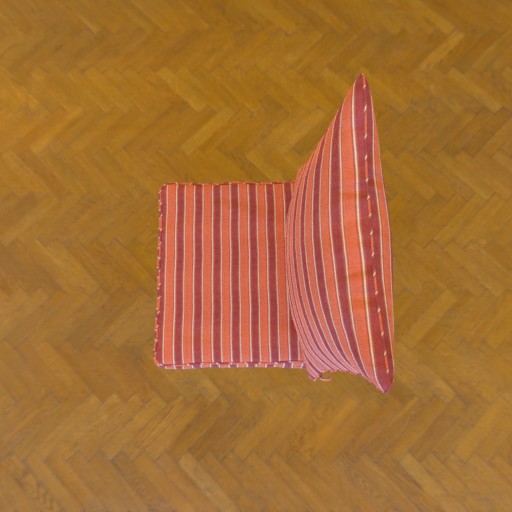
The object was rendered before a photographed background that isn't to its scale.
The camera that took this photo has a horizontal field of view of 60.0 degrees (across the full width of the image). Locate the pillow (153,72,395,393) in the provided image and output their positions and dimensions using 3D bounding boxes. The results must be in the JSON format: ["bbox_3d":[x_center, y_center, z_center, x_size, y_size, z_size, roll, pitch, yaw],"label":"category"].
[{"bbox_3d":[0.000,0.000,1.389,0.733,0.723,0.799,-1,77,0],"label":"pillow"}]
